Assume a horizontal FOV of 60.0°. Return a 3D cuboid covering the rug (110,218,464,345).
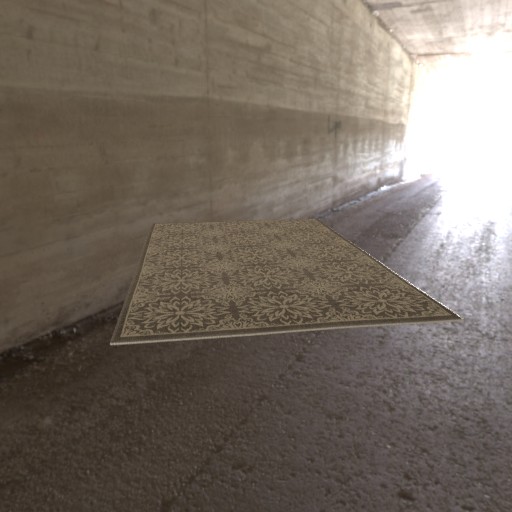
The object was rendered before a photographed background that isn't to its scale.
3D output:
[{"bbox_3d":[0.000,0.000,3.519,1.819,0.018,2.746,-2,16,-8],"label":"rug"}]
